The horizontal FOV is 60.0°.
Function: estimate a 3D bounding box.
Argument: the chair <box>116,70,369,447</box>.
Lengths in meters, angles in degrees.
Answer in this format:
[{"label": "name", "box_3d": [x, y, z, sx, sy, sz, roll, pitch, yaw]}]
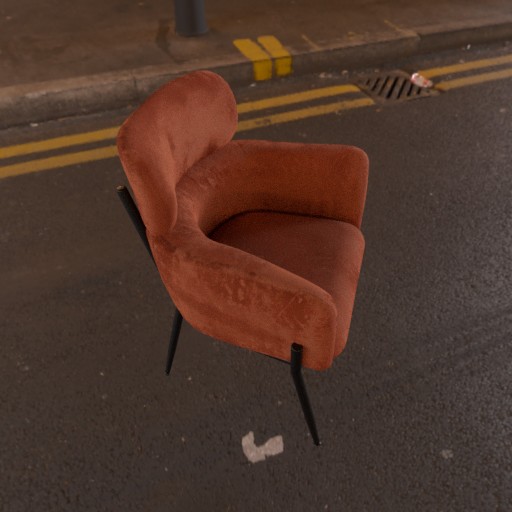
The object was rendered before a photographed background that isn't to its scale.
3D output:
[{"label": "chair", "box_3d": [0.000, 0.000, 1.128, 0.523, 0.772, 0.561, 12, 46, 12]}]
